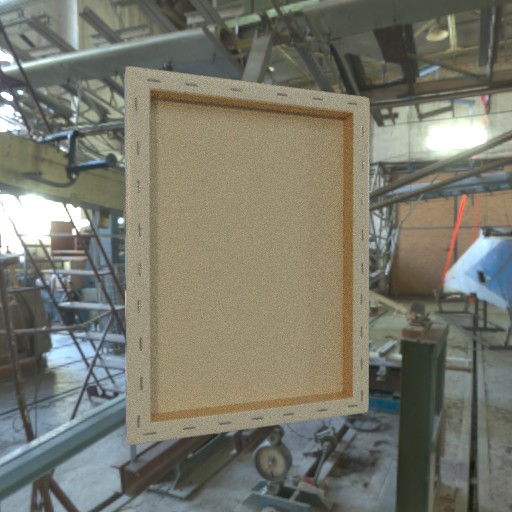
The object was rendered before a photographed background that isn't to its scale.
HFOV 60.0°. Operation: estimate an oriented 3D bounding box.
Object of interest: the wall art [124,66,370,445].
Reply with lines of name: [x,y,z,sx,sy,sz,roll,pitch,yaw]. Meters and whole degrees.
wall art: [0.000,0.000,0.805,0.455,0.613,0.037,0,1,-19]
